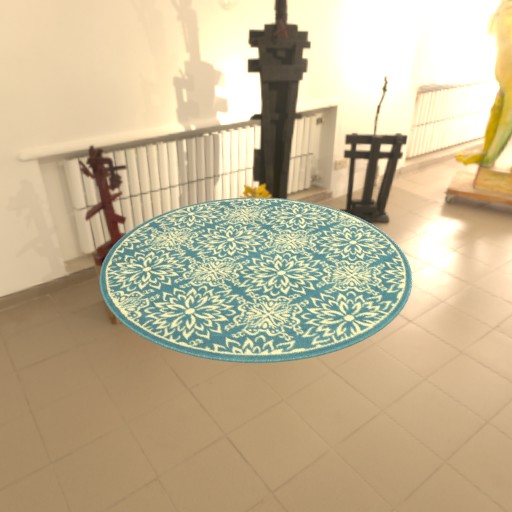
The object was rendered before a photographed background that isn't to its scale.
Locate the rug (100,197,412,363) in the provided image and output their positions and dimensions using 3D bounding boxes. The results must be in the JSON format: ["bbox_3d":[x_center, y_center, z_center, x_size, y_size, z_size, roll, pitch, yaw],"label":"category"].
[{"bbox_3d":[0.000,0.000,2.359,1.593,0.012,1.593,0,30,0],"label":"rug"}]
